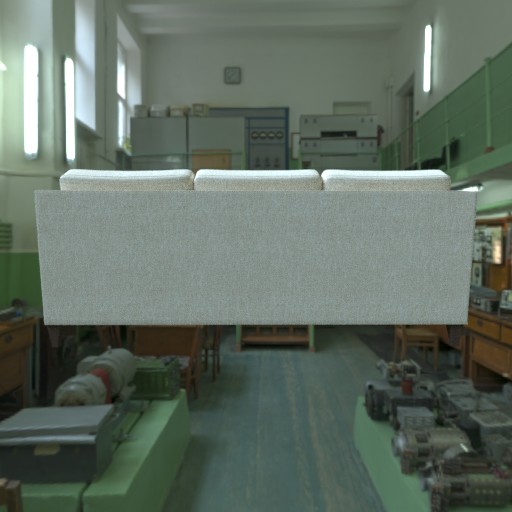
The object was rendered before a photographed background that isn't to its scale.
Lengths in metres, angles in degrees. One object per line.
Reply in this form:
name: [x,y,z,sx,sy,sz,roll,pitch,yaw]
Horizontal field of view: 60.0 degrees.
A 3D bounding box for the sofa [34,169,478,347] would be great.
sofa: [0.000,0.000,2.726,2.210,0.940,1.041,0,1,0]
